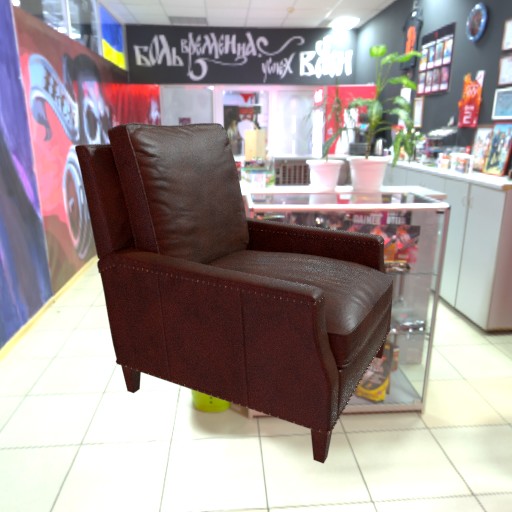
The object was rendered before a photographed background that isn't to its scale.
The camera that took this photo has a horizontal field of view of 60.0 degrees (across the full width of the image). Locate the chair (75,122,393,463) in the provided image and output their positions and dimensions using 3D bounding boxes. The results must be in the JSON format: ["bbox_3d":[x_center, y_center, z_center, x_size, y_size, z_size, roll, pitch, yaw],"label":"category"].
[{"bbox_3d":[0.000,0.000,1.826,1.035,1.054,0.854,9,18,27],"label":"chair"}]
